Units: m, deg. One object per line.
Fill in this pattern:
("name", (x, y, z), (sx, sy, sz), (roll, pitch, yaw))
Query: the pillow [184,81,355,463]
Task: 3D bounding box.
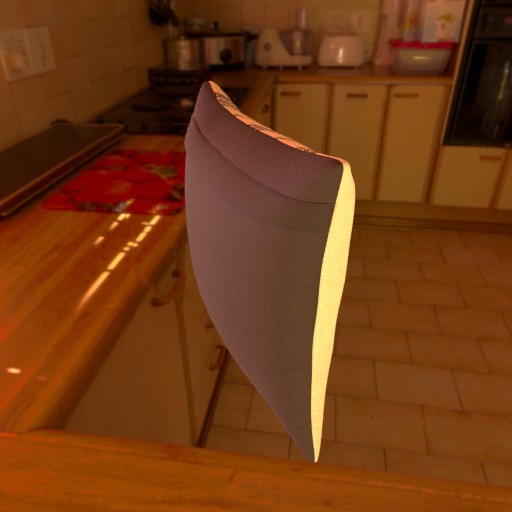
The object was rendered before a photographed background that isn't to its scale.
("pillow", (0.000, 0.000, 0.628), (0.173, 0.406, 0.405), (-12, 33, -18))
